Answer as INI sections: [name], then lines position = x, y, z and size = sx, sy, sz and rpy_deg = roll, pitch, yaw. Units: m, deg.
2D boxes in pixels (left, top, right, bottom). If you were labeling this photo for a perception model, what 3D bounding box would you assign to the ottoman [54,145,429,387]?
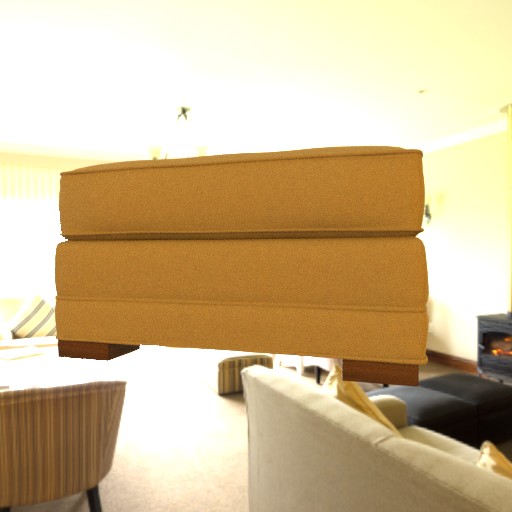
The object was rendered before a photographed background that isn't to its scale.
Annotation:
[ottoman]
position = 0.000, 0.000, 1.203
size = 0.848, 0.482, 0.611
rpy_deg = 0, 0, 17
